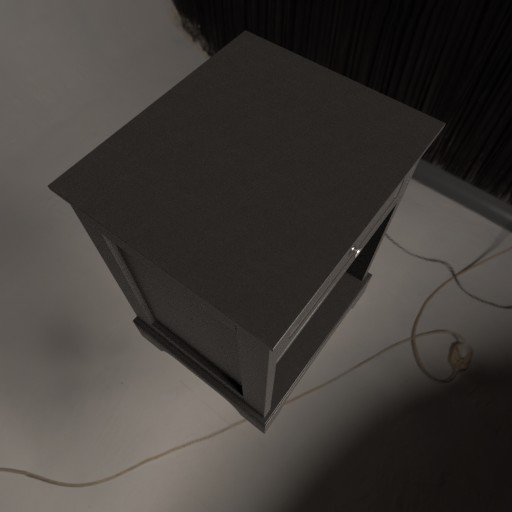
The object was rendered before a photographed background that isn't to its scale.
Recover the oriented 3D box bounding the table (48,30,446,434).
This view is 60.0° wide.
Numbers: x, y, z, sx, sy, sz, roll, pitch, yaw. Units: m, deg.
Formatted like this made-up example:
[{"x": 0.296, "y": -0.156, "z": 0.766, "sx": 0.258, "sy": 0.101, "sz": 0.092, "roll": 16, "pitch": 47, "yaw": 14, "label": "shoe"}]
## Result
[{"x": 0.000, "y": 0.000, "z": 0.925, "sx": 0.399, "sy": 0.610, "sz": 0.460, "roll": 33, "pitch": 65, "yaw": 18, "label": "table"}]
